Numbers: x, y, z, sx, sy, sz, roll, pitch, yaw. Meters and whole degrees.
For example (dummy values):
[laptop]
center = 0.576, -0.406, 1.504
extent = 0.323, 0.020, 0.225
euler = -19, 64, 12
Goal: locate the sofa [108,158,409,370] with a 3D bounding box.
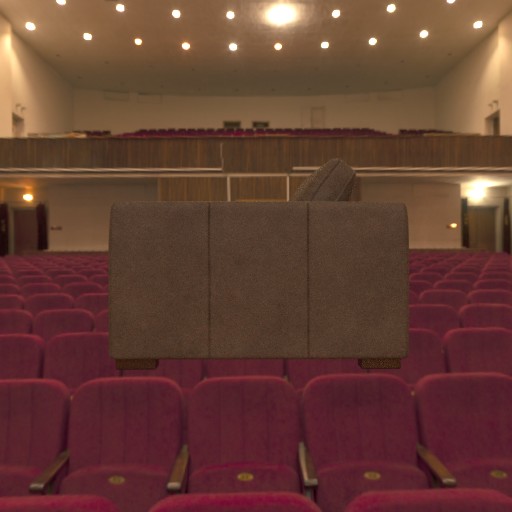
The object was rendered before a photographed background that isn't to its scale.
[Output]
[sofa]
center = 0.000, 0.000, 2.472
extent = 1.070, 0.800, 1.920
euler = 0, 0, -1
